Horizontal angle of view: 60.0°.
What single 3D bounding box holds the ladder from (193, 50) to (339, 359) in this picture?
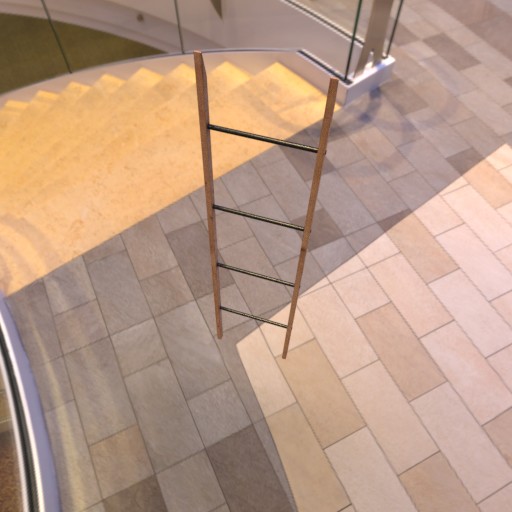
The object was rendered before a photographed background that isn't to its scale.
[{"bbox_3d":[0.000,0.000,1.993,0.442,1.805,0.200,15,59,9],"label":"ladder"}]
